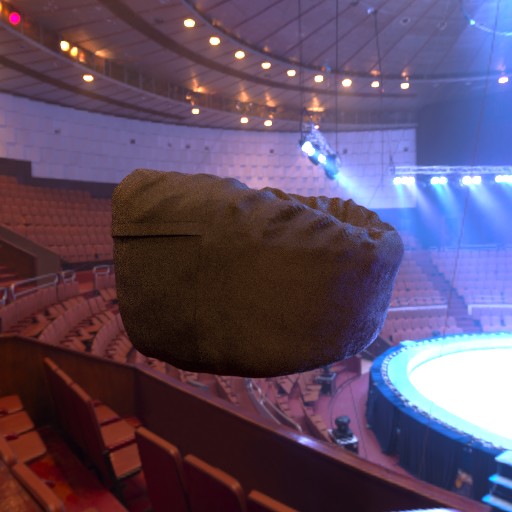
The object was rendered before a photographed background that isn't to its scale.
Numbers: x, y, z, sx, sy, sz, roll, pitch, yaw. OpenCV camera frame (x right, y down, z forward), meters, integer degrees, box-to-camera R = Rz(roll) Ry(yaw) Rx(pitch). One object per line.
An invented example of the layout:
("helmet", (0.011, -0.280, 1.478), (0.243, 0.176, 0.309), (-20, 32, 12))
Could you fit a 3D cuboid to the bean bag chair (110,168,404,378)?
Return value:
("bean bag chair", (0.000, 0.000, 2.017), (1.245, 0.821, 1.245), (0, 1, 0))
